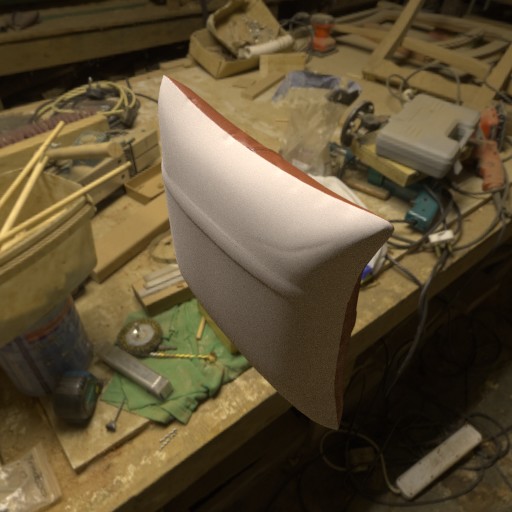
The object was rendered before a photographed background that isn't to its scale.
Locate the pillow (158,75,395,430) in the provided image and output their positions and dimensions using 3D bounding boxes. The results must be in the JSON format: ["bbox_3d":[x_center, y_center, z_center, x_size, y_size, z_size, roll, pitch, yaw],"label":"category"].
[{"bbox_3d":[0.000,0.000,0.772,0.192,0.477,0.501,-27,50,-26],"label":"pillow"}]
